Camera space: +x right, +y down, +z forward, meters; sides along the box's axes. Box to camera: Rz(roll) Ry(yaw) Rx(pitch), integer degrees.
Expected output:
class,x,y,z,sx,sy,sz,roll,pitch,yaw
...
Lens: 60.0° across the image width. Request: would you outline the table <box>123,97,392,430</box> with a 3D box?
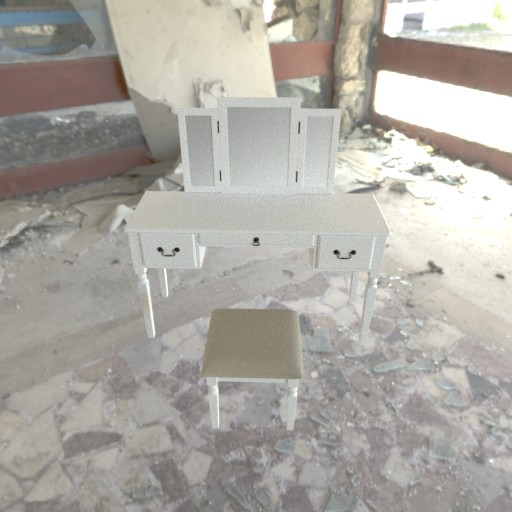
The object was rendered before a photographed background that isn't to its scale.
class,x,y,z,sx,sy,sz,roll,pitch,yaw
table,0.000,0.000,2.241,1.369,1.310,1.115,1,32,1
